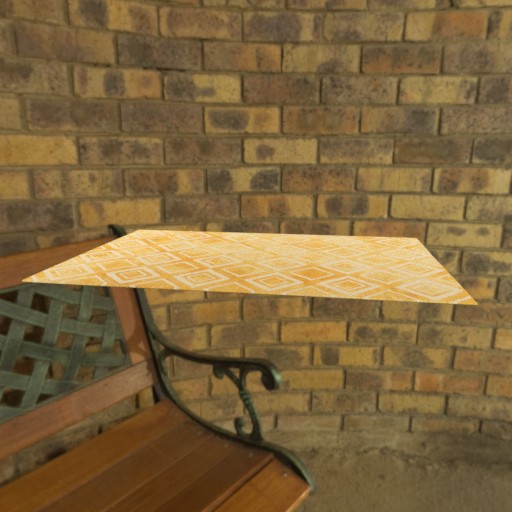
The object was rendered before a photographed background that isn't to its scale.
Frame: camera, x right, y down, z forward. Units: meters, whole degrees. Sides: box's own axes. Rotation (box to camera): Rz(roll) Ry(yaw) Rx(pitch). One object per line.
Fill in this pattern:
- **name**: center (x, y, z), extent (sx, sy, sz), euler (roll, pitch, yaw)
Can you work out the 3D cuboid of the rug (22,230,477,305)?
- **rug**: center (0.000, 0.000, 2.321), extent (1.829, 0.010, 1.213), euler (2, 14, 9)
